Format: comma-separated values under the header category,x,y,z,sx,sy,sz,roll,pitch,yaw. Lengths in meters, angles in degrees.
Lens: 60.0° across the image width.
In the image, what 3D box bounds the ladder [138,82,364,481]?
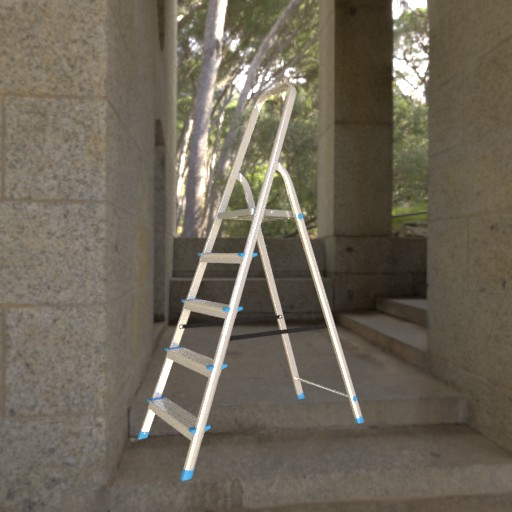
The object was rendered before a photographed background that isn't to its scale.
category,x,y,z,sx,sy,sz,roll,pitch,yaw
ladder,0.000,0.000,2.097,0.990,1.648,0.468,0,0,-35
